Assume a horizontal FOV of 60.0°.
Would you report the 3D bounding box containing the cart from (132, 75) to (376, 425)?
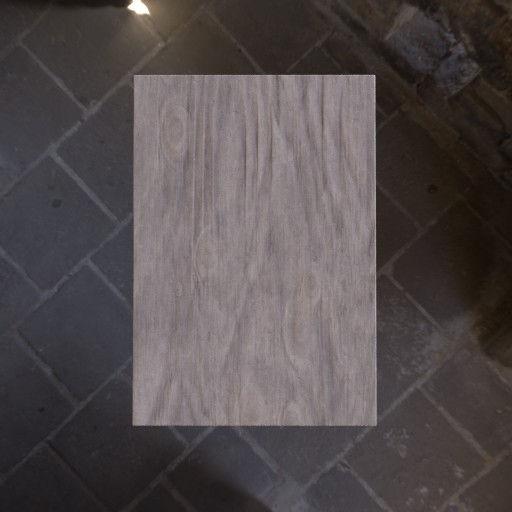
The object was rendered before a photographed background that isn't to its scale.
[{"bbox_3d":[0.000,0.000,1.145,0.403,0.839,0.584,0,89,0],"label":"cart"}]
